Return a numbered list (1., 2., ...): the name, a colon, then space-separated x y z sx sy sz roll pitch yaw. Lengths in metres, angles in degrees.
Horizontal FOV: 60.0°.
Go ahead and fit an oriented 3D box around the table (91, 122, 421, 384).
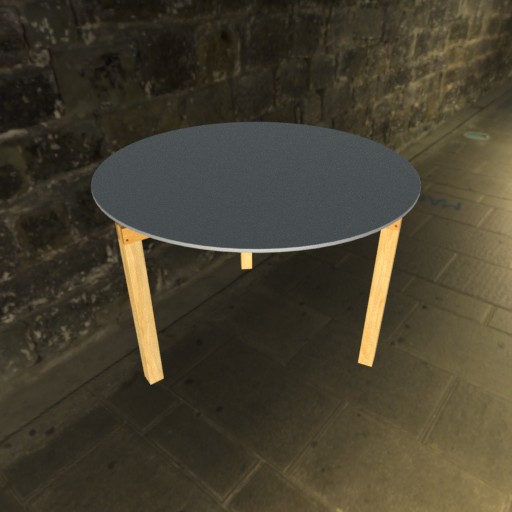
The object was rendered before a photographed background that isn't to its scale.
1. table: 0.000 0.000 0.954 0.600 0.405 0.600 0 33 0
